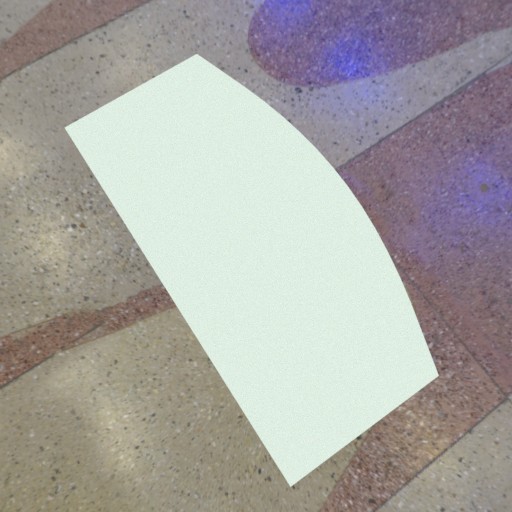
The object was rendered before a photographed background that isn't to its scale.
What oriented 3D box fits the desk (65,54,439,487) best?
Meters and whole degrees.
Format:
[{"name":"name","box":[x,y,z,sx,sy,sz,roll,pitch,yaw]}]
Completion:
[{"name":"desk","box":[0.000,0.000,2.051,0.802,0.750,1.600,-33,78,-8]}]
